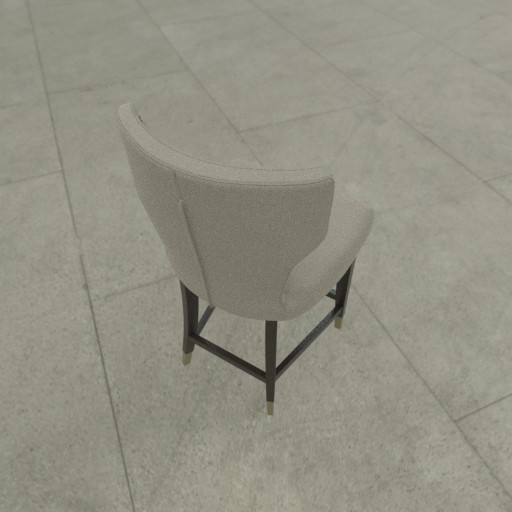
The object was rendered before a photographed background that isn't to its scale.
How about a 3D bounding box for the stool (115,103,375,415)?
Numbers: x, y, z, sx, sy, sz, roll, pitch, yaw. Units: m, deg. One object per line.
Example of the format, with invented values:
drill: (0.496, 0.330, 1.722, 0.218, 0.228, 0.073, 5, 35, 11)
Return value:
stool: (0.000, 0.000, 1.325, 0.527, 0.982, 0.563, 24, 51, 21)
